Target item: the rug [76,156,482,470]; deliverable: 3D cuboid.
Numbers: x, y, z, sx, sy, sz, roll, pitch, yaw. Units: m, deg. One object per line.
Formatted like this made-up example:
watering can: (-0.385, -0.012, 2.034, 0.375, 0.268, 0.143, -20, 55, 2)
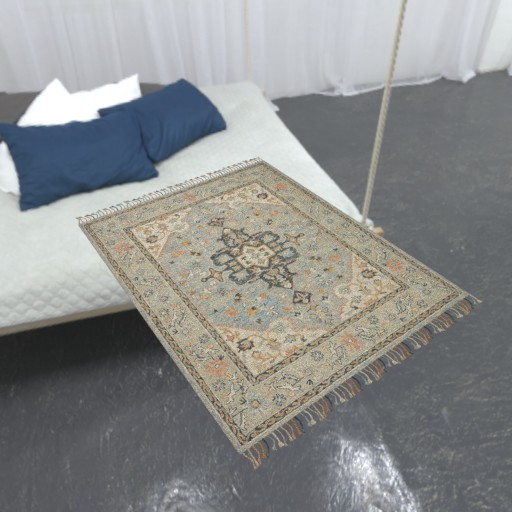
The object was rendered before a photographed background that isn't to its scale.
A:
rug: (0.000, 0.000, 4.168, 2.379, 0.011, 3.221, -25, 46, -27)
